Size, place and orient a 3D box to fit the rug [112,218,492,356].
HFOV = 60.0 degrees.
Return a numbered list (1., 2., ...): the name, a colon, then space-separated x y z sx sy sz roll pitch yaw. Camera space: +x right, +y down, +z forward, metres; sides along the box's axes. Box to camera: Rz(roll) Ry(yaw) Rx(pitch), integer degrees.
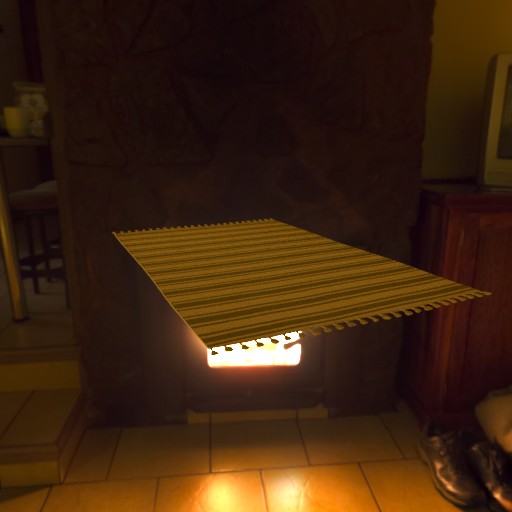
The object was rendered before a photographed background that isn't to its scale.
1. rug: 0.000 0.000 2.282 1.162 0.013 1.875 -7 16 -25
